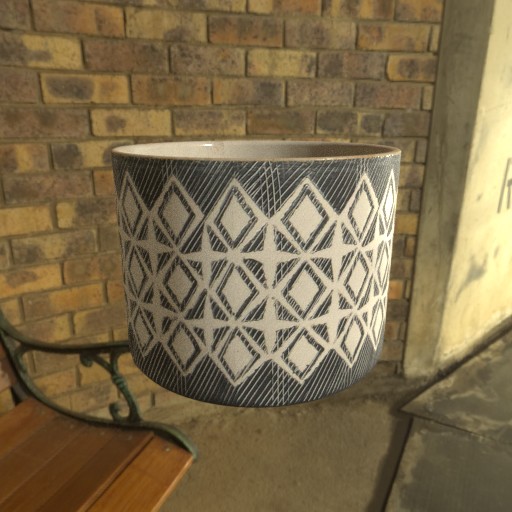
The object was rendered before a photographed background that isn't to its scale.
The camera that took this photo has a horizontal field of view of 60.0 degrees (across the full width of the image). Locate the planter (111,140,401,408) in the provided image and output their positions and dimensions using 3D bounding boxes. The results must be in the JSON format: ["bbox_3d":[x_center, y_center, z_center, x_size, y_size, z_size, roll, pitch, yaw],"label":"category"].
[{"bbox_3d":[0.000,0.000,0.217,0.126,0.104,0.126,0,17,0],"label":"planter"}]
